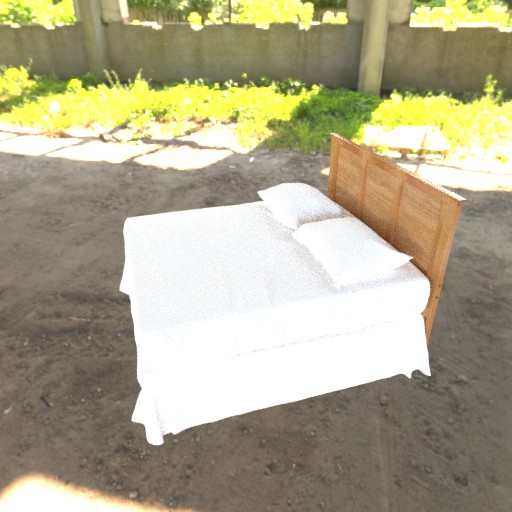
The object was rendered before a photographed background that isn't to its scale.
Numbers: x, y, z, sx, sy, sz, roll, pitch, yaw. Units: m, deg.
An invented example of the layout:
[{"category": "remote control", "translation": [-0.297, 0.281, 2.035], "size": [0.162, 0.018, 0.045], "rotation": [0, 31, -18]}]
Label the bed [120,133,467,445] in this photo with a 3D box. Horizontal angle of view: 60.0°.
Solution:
[{"category": "bed", "translation": [0.000, 0.000, 3.253], "size": [2.035, 1.273, 1.870], "rotation": [-9, 30, -15]}]
